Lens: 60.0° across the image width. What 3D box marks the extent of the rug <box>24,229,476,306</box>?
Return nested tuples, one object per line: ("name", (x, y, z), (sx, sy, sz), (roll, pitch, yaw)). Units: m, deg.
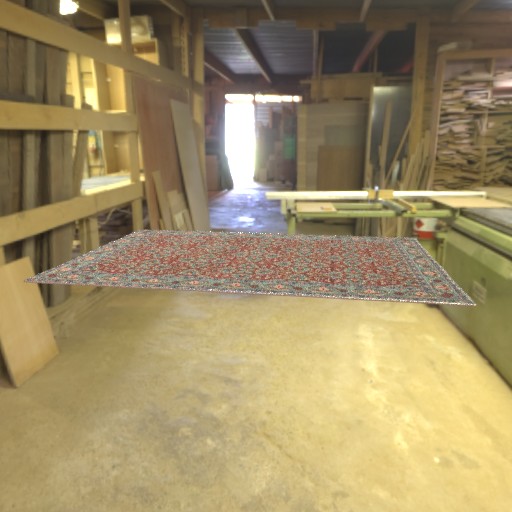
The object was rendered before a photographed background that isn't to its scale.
("rug", (0.000, 0.000, 2.336), (1.829, 0.009, 1.219), (2, 14, 9))
